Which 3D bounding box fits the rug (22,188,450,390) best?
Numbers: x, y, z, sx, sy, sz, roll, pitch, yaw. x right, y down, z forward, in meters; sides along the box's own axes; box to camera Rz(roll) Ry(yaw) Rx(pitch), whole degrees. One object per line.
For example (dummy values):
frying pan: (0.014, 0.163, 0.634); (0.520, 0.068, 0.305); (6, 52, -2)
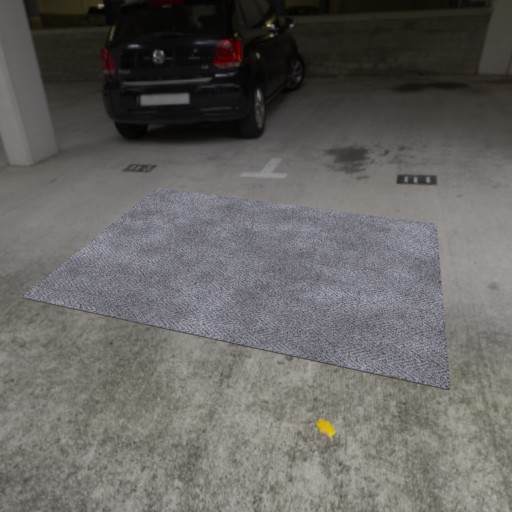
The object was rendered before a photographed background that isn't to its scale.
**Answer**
rug: (0.000, 0.000, 2.828); (2.235, 0.008, 1.600); (9, 33, 14)
